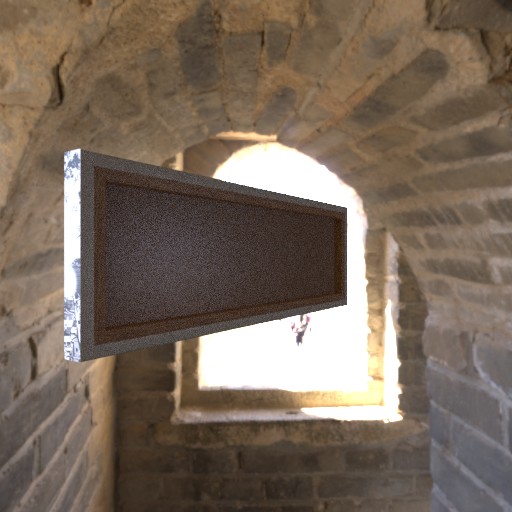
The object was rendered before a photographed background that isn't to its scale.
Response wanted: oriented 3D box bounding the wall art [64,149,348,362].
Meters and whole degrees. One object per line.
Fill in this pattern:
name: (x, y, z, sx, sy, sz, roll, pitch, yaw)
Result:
wall art: (0.000, 0.000, 0.851, 0.036, 0.256, 0.766, 0, 0, 36)
